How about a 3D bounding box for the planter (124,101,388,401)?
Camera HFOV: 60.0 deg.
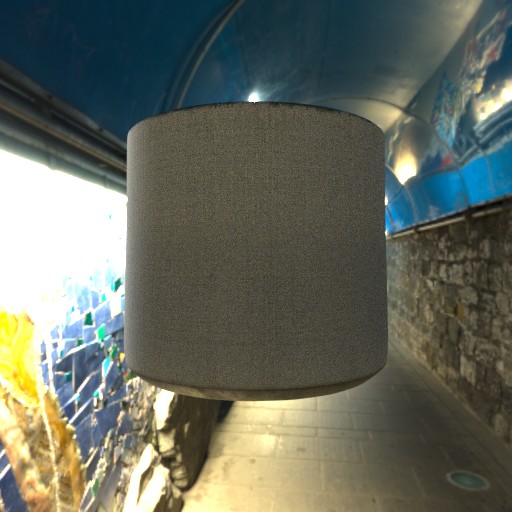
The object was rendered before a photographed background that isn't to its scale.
[{"bbox_3d":[0.000,0.000,0.396,0.226,0.201,0.226,0,-1,0],"label":"planter"}]
